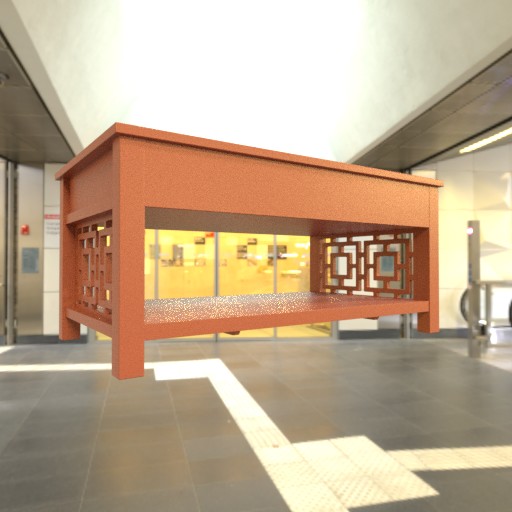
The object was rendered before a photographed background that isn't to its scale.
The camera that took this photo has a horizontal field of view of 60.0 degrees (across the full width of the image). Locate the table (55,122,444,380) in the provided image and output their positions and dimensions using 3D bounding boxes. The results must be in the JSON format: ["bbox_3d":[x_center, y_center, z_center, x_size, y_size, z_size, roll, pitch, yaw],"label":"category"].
[{"bbox_3d":[0.000,0.000,1.393,1.068,0.493,0.612,1,-1,-35],"label":"table"}]
